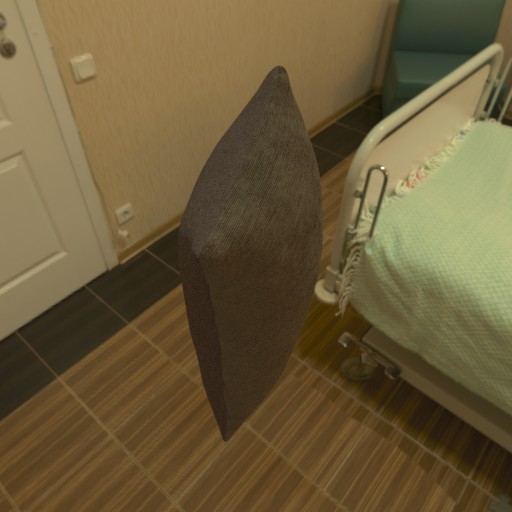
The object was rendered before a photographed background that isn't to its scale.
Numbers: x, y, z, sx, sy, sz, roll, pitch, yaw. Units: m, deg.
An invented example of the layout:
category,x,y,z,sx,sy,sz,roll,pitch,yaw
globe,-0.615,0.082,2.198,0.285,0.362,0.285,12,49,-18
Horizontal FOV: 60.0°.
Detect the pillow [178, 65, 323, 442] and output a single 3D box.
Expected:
category,x,y,z,sx,sy,sz,roll,pitch,yaw
pillow,0.000,0.000,0.708,0.204,0.439,0.452,9,46,8
